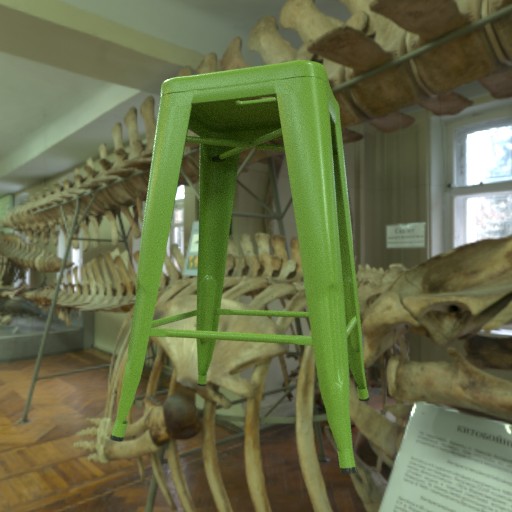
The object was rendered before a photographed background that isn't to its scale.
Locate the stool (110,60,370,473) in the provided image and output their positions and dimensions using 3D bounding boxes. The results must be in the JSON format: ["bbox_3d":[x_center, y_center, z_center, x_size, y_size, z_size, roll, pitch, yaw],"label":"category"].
[{"bbox_3d":[0.000,0.000,0.837,0.398,0.609,0.358,0,-1,18],"label":"stool"}]
